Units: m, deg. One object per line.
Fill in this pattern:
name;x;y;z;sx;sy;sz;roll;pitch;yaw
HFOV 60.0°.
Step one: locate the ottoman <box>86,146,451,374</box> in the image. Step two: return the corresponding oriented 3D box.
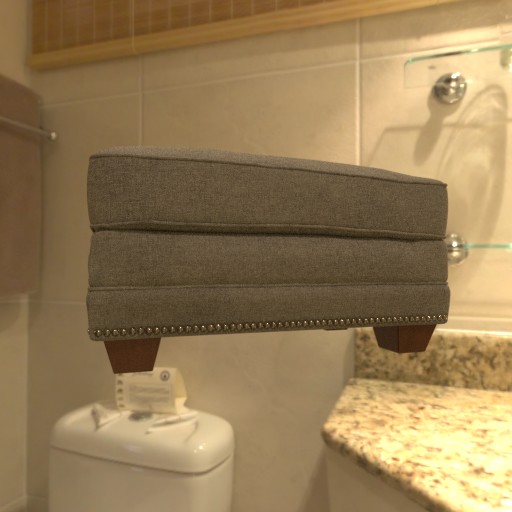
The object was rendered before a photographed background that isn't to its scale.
ottoman;0.000;0.000;1.159;0.813;0.457;0.561;0;-1;-18
